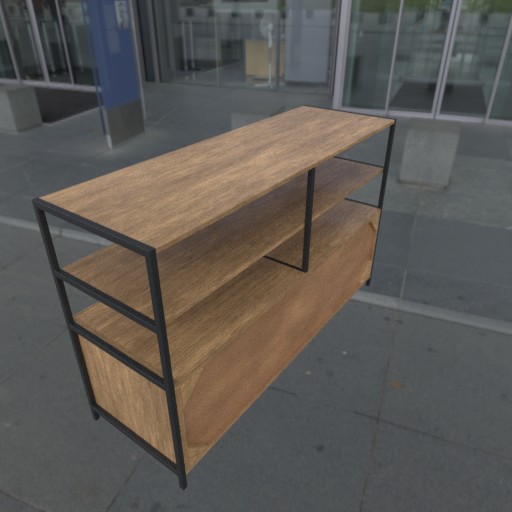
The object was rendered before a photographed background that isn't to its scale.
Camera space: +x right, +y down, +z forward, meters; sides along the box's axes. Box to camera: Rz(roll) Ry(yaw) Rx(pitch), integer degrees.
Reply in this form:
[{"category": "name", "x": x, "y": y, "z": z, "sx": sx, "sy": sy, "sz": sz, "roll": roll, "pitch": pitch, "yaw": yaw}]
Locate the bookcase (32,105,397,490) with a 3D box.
[{"category": "bookcase", "x": 0.000, "y": 0.000, "z": 1.448, "sx": 0.391, "sy": 0.712, "sz": 1.149, "roll": 21, "pitch": 37, "yaw": 31}]
